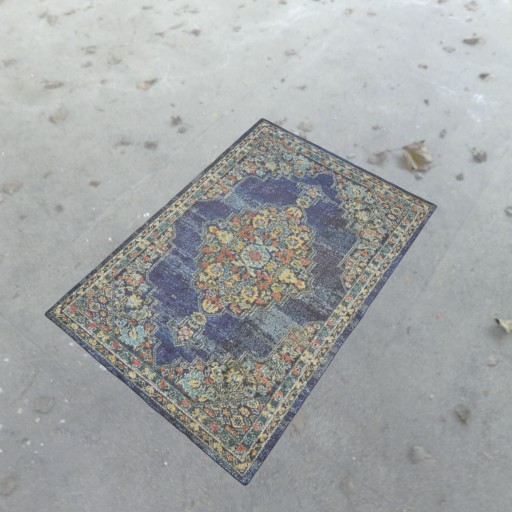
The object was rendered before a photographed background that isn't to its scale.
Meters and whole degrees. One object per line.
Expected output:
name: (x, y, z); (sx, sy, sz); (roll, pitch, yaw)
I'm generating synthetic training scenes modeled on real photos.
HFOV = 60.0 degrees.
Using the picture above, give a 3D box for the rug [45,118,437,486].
rug: (0.000, 0.000, 3.842); (2.053, 0.011, 2.940); (32, 63, 19)
